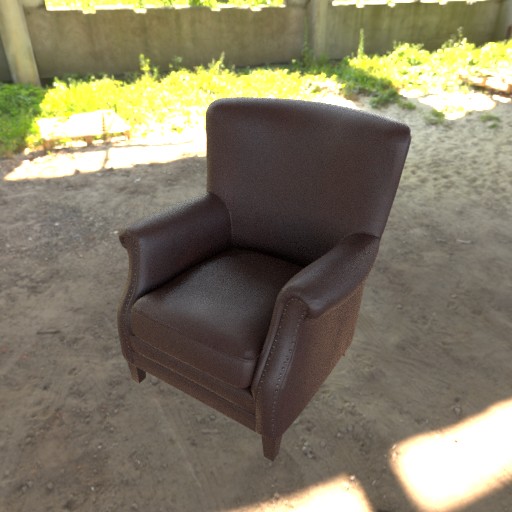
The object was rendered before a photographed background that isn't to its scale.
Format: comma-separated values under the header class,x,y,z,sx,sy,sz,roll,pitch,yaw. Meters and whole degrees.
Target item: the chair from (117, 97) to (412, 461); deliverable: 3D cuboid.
class,x,y,z,sx,sy,sz,roll,pitch,yaw
chair,0.000,0.000,1.357,0.700,0.800,0.746,18,35,28
